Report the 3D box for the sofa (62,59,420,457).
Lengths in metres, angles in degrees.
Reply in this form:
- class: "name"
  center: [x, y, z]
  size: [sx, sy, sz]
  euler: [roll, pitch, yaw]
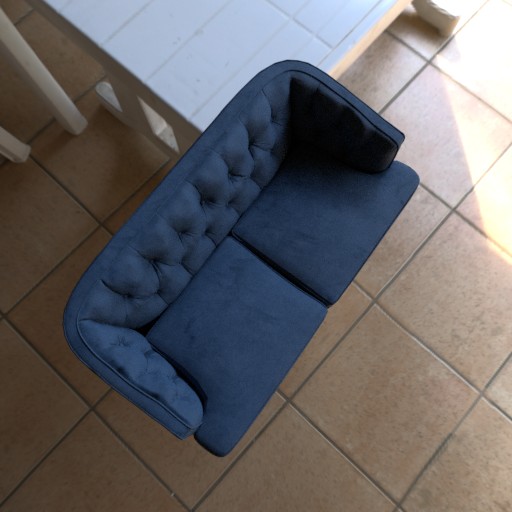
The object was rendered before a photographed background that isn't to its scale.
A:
- class: "sofa"
  center: [0.000, 0.000, 2.249]
  size: [0.941, 0.854, 1.733]
  euler: [36, 78, 9]
